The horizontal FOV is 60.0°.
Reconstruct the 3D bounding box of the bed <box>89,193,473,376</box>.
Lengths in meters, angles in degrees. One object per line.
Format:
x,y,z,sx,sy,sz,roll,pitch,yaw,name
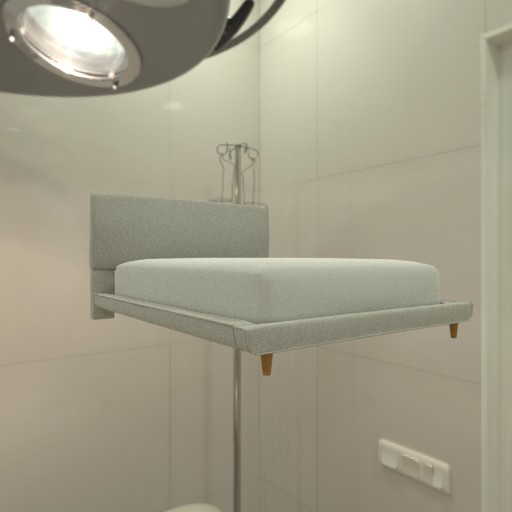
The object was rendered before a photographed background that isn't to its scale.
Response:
0.000,0.000,3.346,1.840,1.067,2.368,0,0,-36,bed
